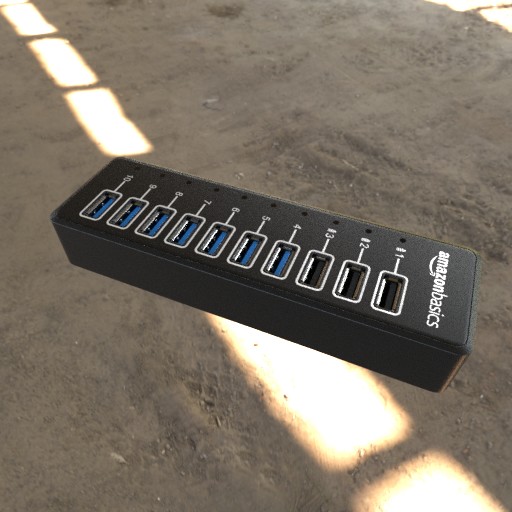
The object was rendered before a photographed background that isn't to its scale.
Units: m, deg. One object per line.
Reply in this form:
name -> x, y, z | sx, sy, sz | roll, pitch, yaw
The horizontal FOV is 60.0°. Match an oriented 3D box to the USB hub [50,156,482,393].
USB hub -> 0.000, 0.000, 0.160 | 0.145, 0.023, 0.044 | 17, 49, 15
